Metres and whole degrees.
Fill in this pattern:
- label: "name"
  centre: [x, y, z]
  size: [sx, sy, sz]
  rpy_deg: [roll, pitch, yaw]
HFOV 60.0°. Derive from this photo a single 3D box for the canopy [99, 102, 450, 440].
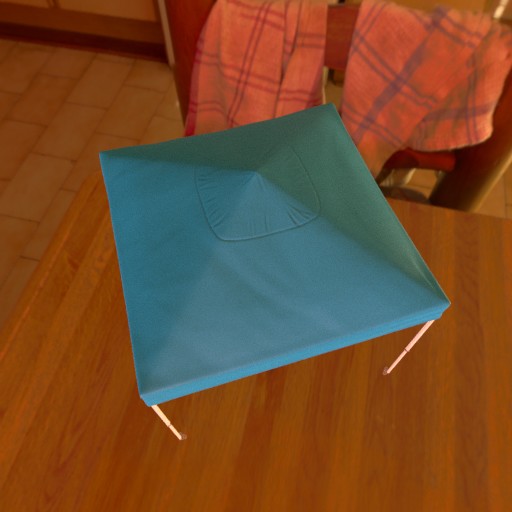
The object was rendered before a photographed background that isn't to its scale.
- label: "canopy"
  centre: [0.000, 0.000, 5.359]
  size: [2.996, 2.997, 2.998]
  rpy_deg: [-15, 60, -9]
